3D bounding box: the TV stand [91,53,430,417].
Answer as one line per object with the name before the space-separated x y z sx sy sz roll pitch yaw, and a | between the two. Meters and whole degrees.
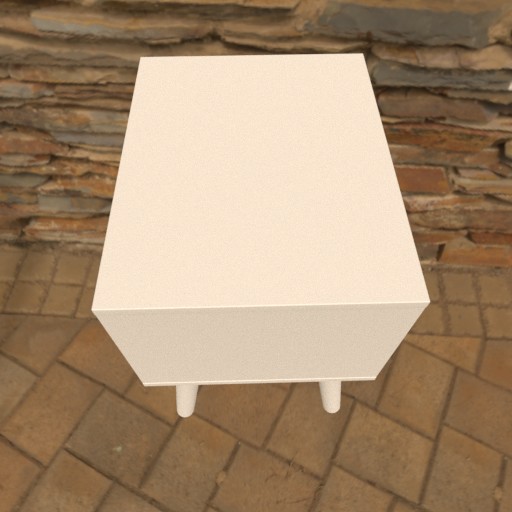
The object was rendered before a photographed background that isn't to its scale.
TV stand | 0.000 0.000 0.901 0.405 0.559 0.508 -1 57 -1
